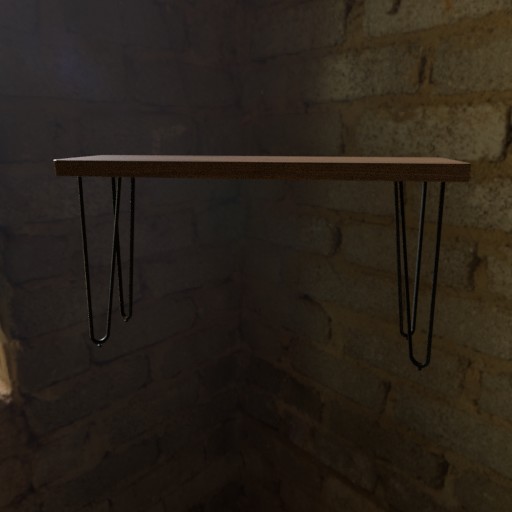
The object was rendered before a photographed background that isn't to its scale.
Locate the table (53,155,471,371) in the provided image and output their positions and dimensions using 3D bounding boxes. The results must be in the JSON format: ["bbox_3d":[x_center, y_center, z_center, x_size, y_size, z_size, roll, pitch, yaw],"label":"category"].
[{"bbox_3d":[0.000,0.000,1.942,1.570,0.834,0.425,2,16,8],"label":"table"}]
